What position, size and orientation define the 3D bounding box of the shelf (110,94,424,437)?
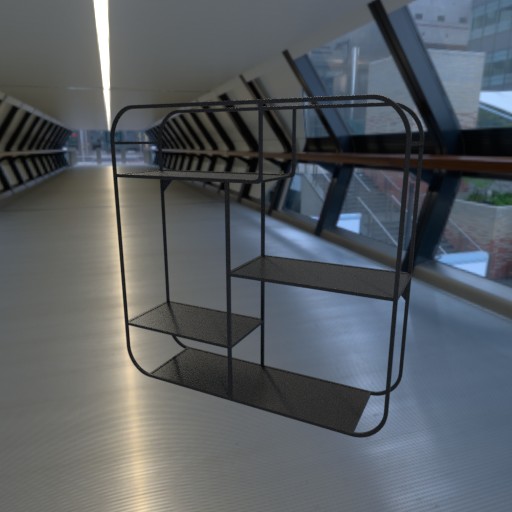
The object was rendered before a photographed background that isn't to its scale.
[{"bbox_3d":[0.000,0.000,0.921,0.600,0.600,0.160,7,16,26],"label":"shelf"}]
